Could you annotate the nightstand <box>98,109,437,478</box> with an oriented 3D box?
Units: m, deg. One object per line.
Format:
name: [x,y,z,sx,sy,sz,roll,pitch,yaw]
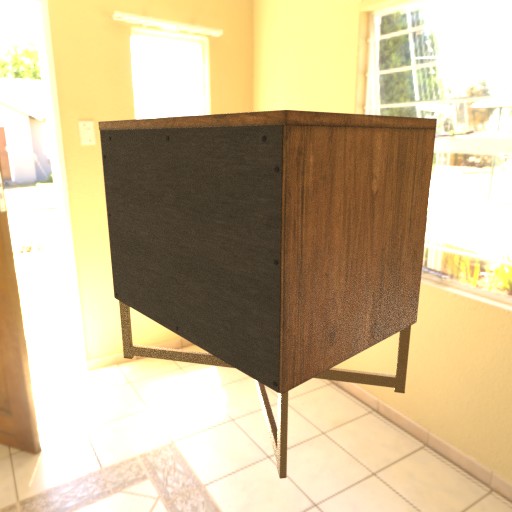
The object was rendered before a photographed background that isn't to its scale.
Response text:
nightstand: [0.000,0.000,1.041,0.446,0.610,0.610,-13,20,-41]
